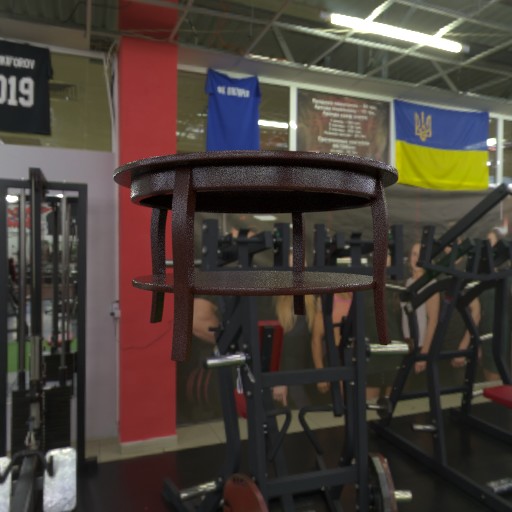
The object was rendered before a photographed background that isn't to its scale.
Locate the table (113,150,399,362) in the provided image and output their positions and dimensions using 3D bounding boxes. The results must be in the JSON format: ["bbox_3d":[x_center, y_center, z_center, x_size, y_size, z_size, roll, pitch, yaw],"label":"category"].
[{"bbox_3d":[0.000,0.000,1.491,0.911,0.512,0.911,0,1,0],"label":"table"}]
